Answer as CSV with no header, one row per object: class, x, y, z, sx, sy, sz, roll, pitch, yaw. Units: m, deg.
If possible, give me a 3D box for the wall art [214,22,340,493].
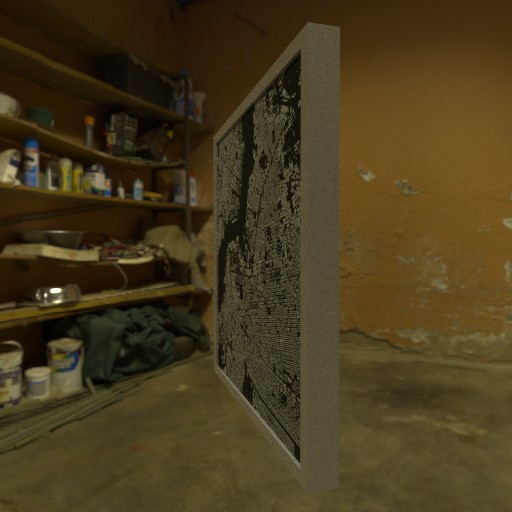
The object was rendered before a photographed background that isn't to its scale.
wall art,0.000,0.000,0.723,0.038,0.506,0.506,0,1,-17
